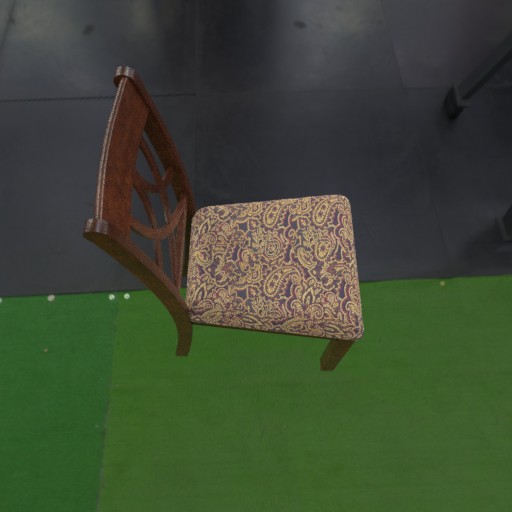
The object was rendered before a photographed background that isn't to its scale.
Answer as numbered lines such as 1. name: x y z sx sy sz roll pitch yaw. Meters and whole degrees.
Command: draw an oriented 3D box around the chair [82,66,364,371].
1. chair: 0.000 0.000 1.249 0.584 0.965 0.457 0 64 0
